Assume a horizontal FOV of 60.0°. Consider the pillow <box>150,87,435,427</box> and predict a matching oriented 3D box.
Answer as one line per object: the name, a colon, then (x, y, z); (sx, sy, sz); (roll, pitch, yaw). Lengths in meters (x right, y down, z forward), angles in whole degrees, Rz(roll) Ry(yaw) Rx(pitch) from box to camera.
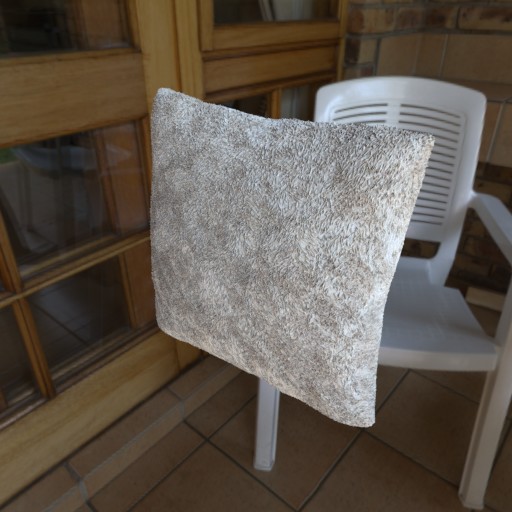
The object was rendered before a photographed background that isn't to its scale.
pillow: (0.000, 0.000, 0.797); (0.529, 0.515, 0.218); (19, 35, 29)
